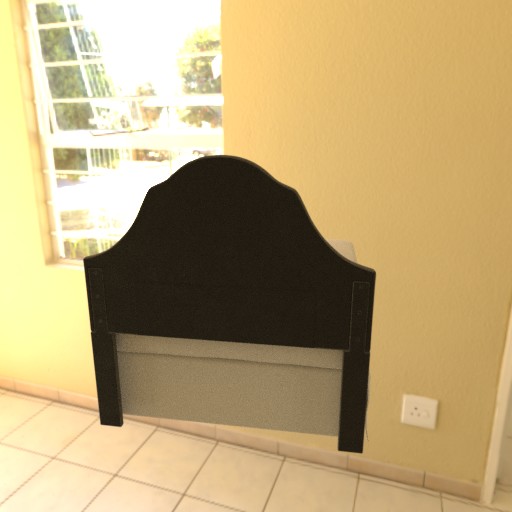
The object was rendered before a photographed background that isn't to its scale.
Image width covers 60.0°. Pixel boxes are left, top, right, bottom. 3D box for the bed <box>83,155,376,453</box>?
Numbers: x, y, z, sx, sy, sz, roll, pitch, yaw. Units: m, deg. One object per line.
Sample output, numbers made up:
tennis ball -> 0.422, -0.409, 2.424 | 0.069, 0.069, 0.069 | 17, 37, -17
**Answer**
bed -> 0.000, 0.000, 3.334 | 1.636, 1.575, 2.155 | 2, 16, 9
